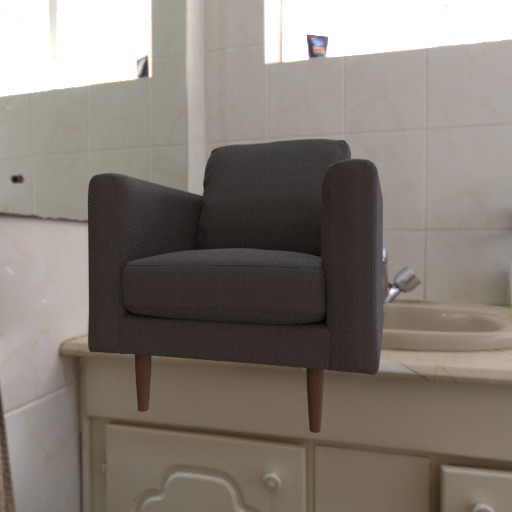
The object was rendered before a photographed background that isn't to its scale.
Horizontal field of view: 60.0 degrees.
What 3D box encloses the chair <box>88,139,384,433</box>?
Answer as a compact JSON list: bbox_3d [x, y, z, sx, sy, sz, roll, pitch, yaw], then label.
[{"bbox_3d":[0.000,0.000,1.557,0.854,0.927,0.800,0,1,17],"label":"chair"}]
